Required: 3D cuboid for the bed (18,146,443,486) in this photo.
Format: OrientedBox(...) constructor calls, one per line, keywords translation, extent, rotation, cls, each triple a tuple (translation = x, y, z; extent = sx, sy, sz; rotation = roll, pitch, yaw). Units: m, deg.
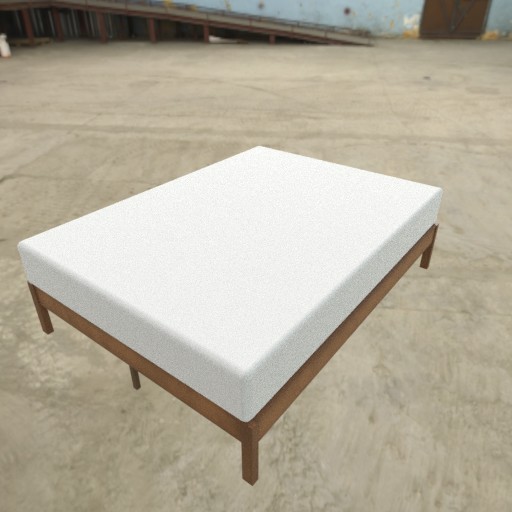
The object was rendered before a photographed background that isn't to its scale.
OrientedBox(translation=(0.000, 0.000, 2.694), extent=(1.529, 0.593, 2.050), rotation=(22, 37, 31), cls="bed")
